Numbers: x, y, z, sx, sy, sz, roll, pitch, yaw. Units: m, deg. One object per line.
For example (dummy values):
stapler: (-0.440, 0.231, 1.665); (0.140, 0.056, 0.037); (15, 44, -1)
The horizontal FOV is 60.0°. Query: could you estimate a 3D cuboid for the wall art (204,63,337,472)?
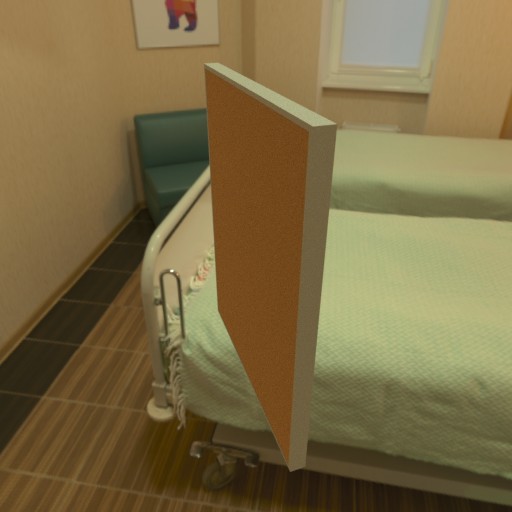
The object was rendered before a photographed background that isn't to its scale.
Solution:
wall art: (0.000, 0.000, 1.043); (0.055, 0.763, 0.611); (-10, 33, -17)
